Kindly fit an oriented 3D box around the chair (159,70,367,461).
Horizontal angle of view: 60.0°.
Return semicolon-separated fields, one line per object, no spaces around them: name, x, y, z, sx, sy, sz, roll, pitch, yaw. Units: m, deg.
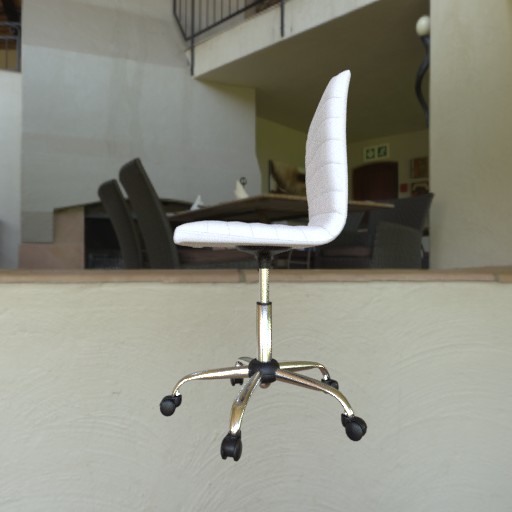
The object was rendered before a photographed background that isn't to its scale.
chair;0.000;0.000;1.052;0.455;0.750;0.520;0;0;0
